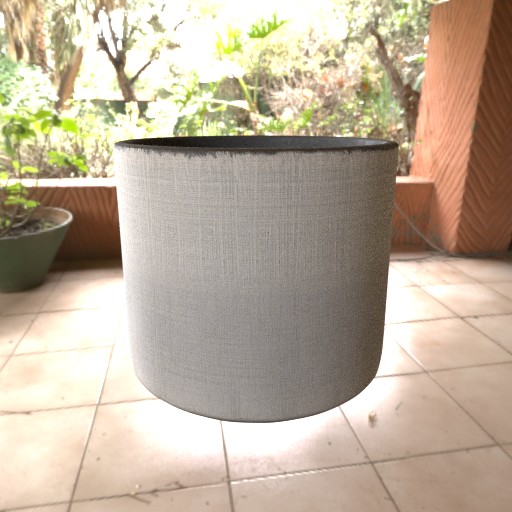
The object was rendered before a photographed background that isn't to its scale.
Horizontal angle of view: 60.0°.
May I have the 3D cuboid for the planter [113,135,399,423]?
[{"bbox_3d":[0.000,0.000,0.436,0.254,0.221,0.254,0,17,0],"label":"planter"}]
